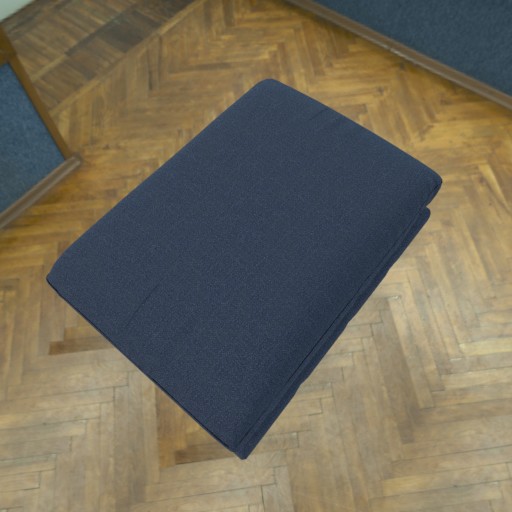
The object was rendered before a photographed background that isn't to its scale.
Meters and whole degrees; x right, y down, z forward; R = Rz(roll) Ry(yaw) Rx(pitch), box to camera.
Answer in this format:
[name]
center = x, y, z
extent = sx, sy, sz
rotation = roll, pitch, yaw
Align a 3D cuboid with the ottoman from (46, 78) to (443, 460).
[ottoman]
center = 0.000, 0.000, 1.109
extent = 0.558, 0.486, 0.767
rotation = 36, 69, 17
